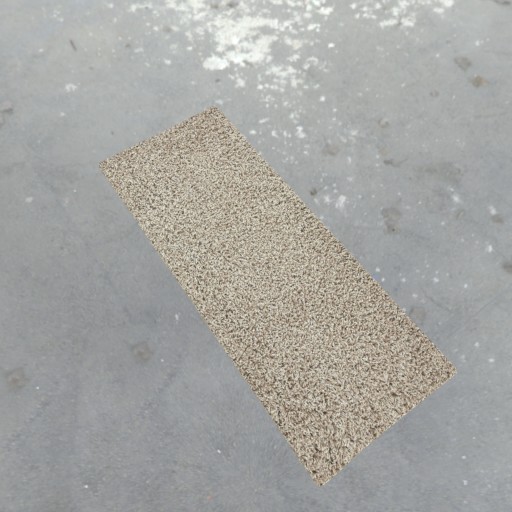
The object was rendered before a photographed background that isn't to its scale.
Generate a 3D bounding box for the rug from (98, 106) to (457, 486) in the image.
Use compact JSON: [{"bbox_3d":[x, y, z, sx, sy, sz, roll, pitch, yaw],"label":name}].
[{"bbox_3d":[0.000,0.000,1.717,0.609,0.030,1.524,-32,67,-16],"label":"rug"}]
